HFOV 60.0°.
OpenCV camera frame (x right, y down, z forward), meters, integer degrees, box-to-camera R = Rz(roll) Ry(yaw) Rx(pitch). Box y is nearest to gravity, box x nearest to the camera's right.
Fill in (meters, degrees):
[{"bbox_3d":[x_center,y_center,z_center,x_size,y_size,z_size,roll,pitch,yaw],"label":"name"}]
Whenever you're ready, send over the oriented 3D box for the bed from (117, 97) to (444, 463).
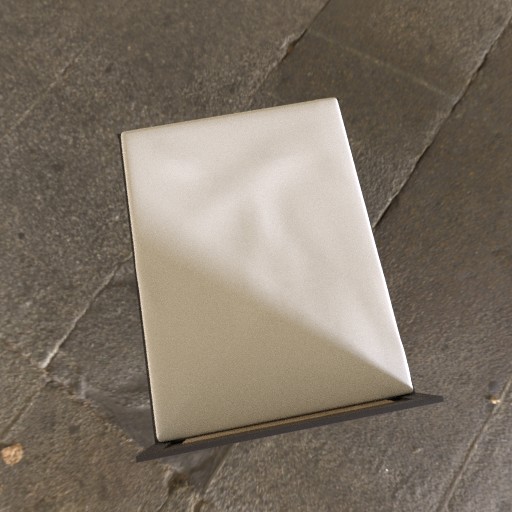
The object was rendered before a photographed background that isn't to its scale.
[{"bbox_3d":[0.000,0.000,2.880,1.585,0.823,2.073,-10,76,-3],"label":"bed"}]
